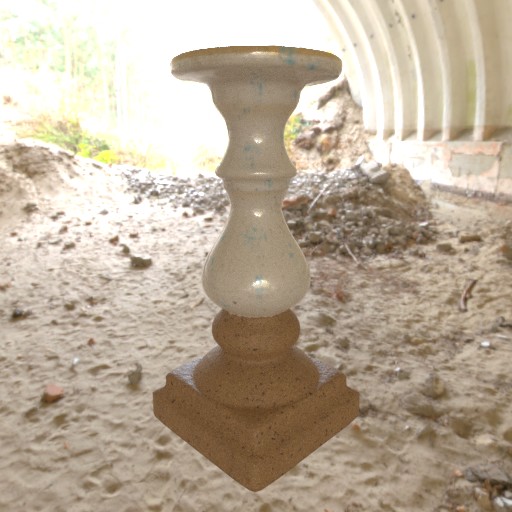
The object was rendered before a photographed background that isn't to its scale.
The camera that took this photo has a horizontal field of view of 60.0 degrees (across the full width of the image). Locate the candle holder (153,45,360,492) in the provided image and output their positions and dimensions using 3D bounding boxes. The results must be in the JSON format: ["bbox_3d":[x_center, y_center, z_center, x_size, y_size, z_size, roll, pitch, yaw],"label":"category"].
[{"bbox_3d":[0.000,0.000,0.293,0.110,0.239,0.110,-14,20,-43],"label":"candle holder"}]
